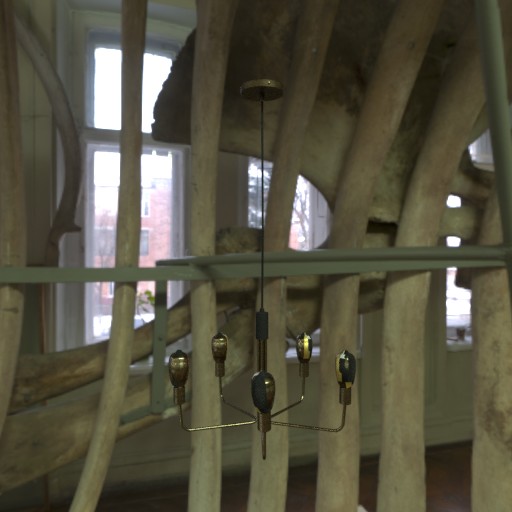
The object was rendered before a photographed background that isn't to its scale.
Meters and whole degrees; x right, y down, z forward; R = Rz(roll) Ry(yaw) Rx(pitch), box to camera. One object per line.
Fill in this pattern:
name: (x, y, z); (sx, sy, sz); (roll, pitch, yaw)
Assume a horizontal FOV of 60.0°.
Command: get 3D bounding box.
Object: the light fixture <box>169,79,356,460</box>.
light fixture: (0.000, 0.000, 1.374); (0.532, 1.059, 0.588); (0, 0, -17)
